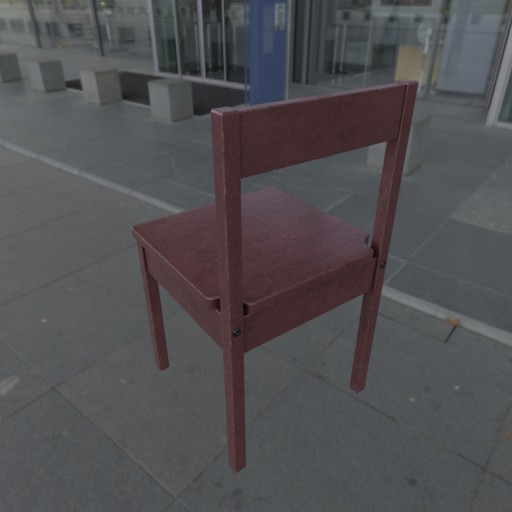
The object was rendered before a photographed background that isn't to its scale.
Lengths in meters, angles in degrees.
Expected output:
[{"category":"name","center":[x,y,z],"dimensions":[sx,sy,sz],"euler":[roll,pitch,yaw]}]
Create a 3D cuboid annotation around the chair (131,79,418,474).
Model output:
[{"category":"chair","center":[0.000,0.000,0.880],"dimensions":[0.367,0.668,0.361],"euler":[-20,36,-30]}]
